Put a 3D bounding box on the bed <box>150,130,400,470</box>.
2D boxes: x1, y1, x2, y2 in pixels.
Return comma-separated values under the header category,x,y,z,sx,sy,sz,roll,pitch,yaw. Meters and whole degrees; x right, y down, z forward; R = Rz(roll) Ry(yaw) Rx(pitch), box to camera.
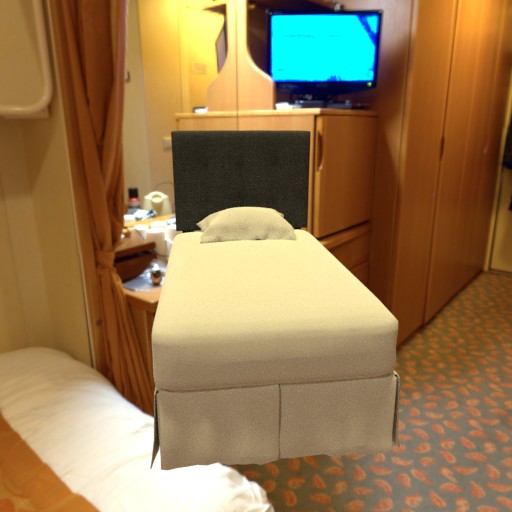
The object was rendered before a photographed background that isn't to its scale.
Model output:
category,x,y,z,sx,sy,sz,roll,pitch,yaw
bed,0.000,0.000,2.908,1.261,1.571,1.997,-2,16,-7
